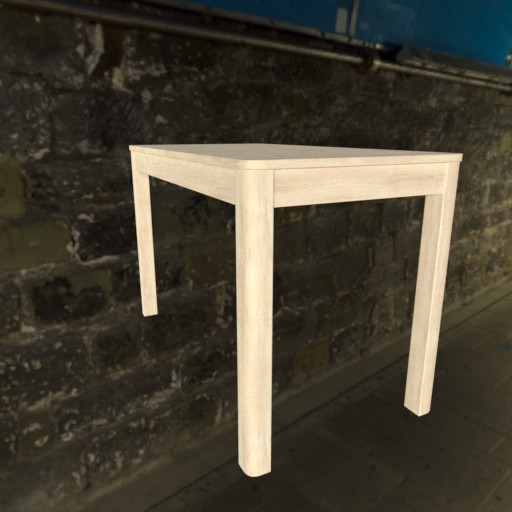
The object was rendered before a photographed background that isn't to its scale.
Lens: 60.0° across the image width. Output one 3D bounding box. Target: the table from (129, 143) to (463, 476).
[{"bbox_3d":[0.000,0.000,1.907,0.750,0.900,1.400,-8,17,-25],"label":"table"}]
